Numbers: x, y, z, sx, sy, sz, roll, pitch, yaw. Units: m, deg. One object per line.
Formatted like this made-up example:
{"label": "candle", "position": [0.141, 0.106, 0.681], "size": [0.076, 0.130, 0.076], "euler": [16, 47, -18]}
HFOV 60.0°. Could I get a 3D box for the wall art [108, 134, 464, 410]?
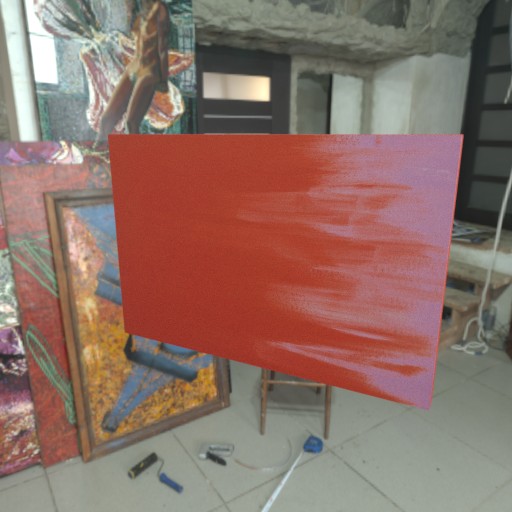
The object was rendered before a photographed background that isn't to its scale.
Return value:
{"label": "wall art", "position": [0.000, 0.000, 0.765], "size": [0.607, 0.405, 0.033], "euler": [8, 17, 26]}
